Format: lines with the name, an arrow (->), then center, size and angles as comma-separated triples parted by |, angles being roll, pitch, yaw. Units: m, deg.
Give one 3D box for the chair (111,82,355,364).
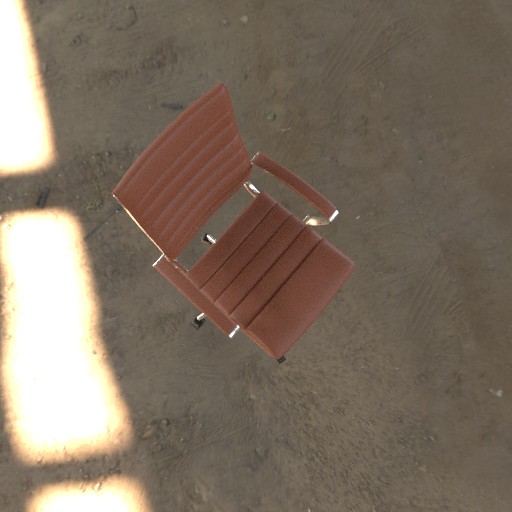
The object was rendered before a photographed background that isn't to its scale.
chair -> 0.000, 0.000, 1.715 | 0.739, 1.149, 0.766 | 40, 80, 8
